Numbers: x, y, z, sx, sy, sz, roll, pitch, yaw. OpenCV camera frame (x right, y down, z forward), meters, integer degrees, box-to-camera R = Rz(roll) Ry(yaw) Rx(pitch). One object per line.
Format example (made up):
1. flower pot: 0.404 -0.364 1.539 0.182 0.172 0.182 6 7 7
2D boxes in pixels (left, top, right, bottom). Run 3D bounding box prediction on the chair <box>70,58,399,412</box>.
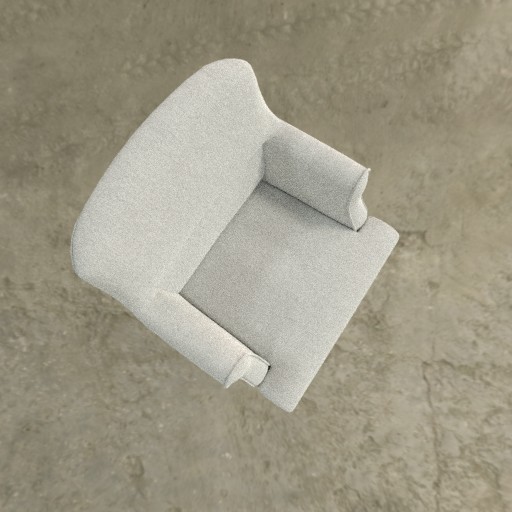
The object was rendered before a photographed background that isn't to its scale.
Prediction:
1. chair: 0.000 0.000 1.469 0.750 0.875 0.781 33 78 8
